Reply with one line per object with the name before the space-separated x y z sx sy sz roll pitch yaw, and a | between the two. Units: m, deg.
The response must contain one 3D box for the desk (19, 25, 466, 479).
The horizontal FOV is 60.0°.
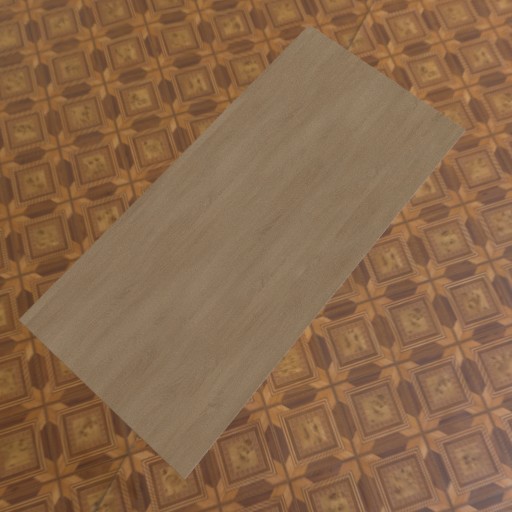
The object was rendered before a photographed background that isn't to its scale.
desk | 0.000 0.000 1.626 0.600 0.770 1.251 39 78 10
